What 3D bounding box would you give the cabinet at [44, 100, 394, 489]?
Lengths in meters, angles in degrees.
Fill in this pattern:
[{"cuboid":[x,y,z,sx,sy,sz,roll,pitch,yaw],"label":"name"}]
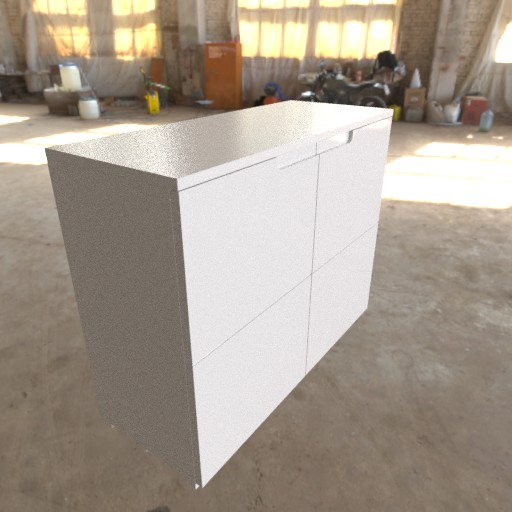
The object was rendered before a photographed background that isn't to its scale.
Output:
[{"cuboid":[0.000,0.000,1.385,0.400,0.800,1.000,18,31,32],"label":"cabinet"}]
